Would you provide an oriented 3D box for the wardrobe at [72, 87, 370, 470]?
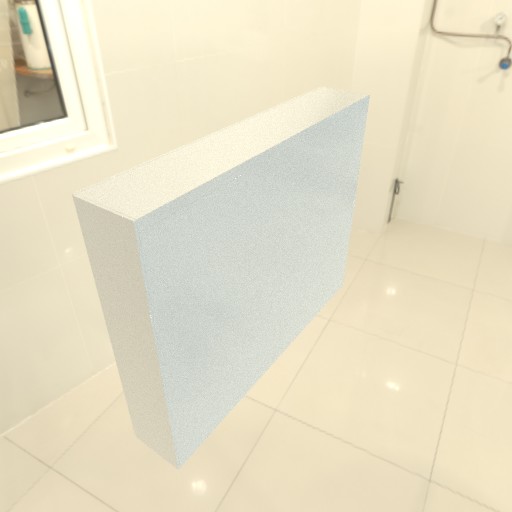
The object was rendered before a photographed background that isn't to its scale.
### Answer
[{"bbox_3d":[0.000,0.000,4.116,0.580,2.360,3.000,22,40,29],"label":"wardrobe"}]
